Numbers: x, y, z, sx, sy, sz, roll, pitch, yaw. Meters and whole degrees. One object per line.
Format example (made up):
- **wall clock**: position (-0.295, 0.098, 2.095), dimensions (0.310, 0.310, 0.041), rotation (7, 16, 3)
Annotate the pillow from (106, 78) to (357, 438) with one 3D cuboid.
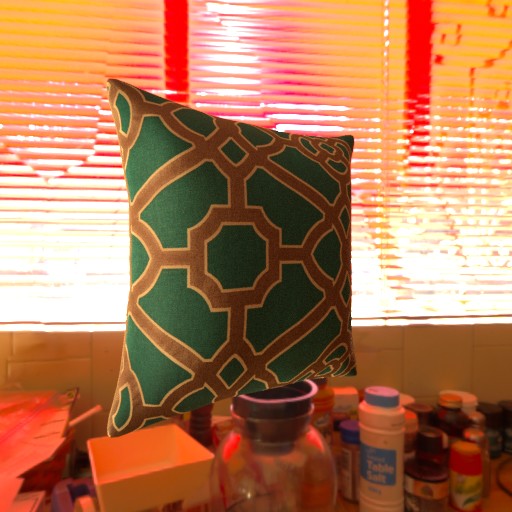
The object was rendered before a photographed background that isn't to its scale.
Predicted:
- **pillow**: position (0.000, 0.000, 0.778), dimensions (0.526, 0.507, 0.166), rotation (0, 1, -37)
